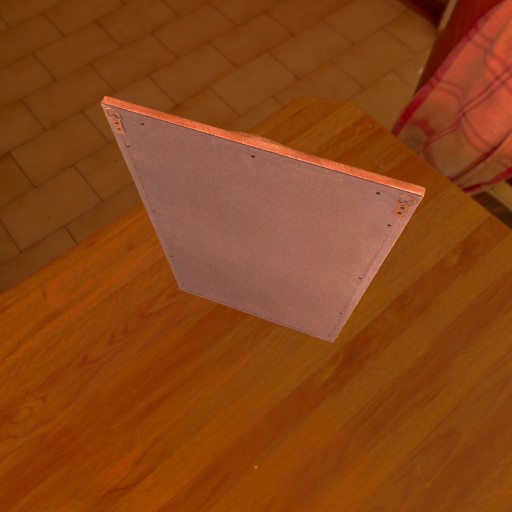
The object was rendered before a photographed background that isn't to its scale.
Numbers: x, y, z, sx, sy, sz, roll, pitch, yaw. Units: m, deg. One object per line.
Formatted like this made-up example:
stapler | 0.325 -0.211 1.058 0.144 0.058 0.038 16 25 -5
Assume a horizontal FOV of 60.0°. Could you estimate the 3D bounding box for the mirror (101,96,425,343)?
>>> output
mirror | 0.000 0.000 0.999 0.495 0.787 0.058 18 66 8
